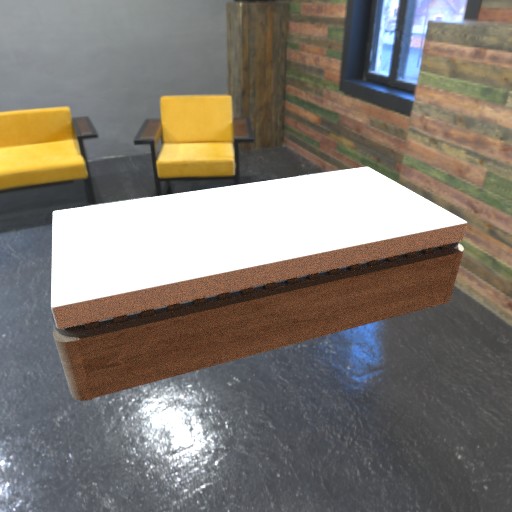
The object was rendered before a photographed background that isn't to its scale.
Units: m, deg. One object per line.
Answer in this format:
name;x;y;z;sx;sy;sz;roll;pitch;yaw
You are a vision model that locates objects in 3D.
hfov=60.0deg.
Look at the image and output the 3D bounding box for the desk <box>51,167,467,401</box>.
desk;0.000;0.000;2.275;1.900;0.455;0.900;-11;32;-18
